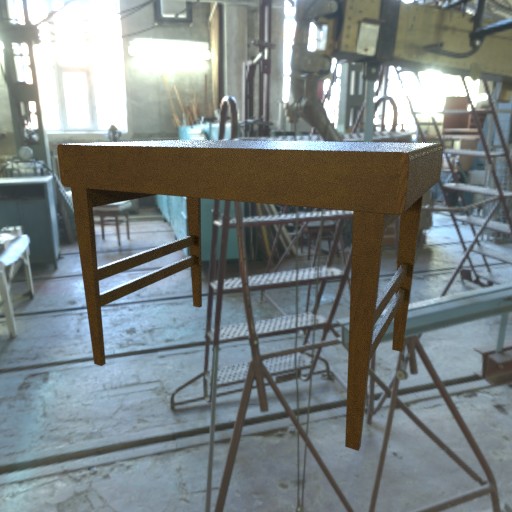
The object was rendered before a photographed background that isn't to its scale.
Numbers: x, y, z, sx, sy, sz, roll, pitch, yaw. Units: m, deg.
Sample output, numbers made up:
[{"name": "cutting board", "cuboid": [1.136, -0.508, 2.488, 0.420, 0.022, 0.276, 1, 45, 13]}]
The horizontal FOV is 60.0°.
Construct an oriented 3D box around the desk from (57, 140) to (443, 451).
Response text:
[{"name": "desk", "cuboid": [0.000, 0.000, 1.535, 1.066, 0.754, 0.660, 8, 18, 27]}]
